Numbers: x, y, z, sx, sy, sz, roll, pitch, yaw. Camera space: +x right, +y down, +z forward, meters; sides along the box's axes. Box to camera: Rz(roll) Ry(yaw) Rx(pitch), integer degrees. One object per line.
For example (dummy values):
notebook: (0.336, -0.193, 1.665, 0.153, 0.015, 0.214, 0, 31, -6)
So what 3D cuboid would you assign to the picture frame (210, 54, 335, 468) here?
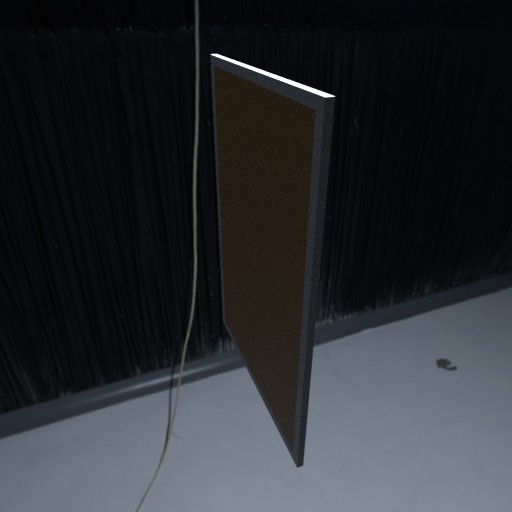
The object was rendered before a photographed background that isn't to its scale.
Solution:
picture frame: (0.000, 0.000, 0.841, 0.013, 0.657, 0.457, -11, 32, -18)
